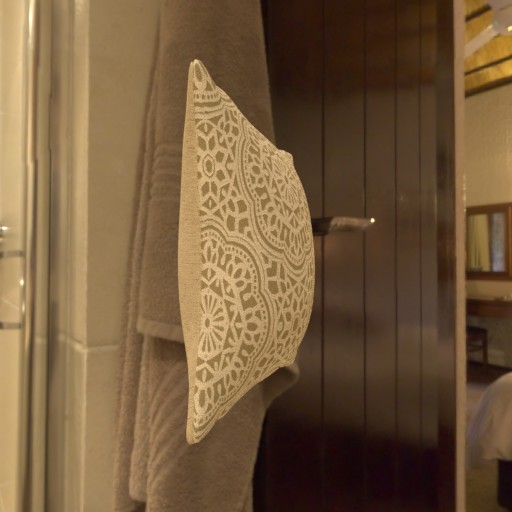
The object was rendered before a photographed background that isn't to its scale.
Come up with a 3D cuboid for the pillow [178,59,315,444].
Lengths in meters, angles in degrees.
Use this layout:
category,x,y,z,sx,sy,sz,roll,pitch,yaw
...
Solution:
category,x,y,z,sx,sy,sz,roll,pitch,yaw
pillow,0.000,0.000,0.683,0.167,0.421,0.438,0,-1,18
